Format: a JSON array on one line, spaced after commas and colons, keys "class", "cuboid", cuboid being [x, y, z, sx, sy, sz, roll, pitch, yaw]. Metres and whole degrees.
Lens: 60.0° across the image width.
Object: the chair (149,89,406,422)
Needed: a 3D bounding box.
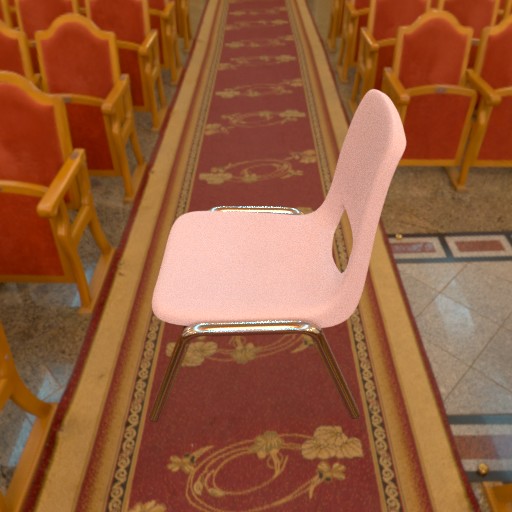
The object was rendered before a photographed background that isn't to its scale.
[{"class": "chair", "cuboid": [0.000, 0.000, 0.829, 0.423, 0.586, 0.354, 1, 41, 1]}]
